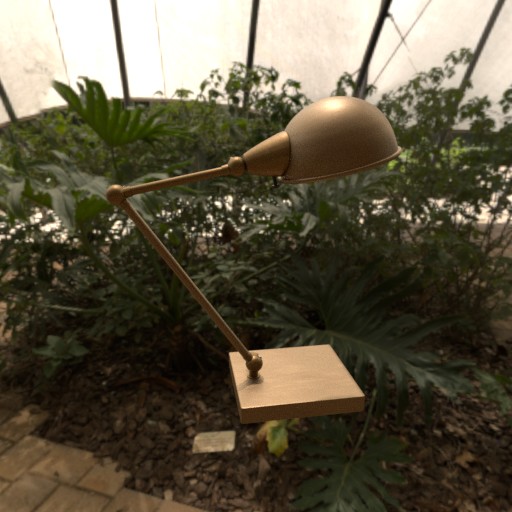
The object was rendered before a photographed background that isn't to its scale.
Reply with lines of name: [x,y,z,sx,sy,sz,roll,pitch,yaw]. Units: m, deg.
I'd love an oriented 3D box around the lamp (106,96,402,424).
lamp: [0.000,0.000,0.543,0.339,0.371,0.149,-3,17,-9]
